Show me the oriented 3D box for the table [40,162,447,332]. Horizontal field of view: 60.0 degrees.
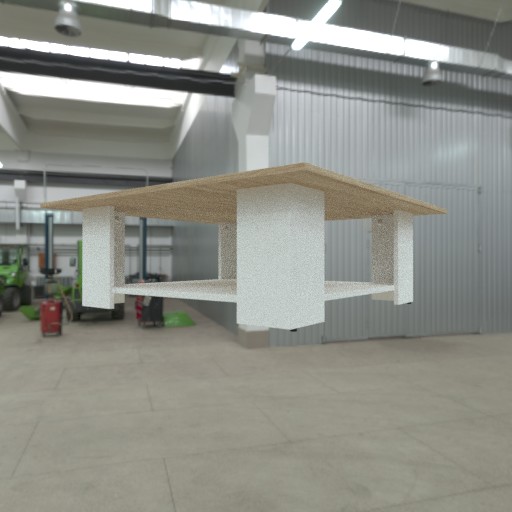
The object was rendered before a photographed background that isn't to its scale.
[{"bbox_3d":[0.000,0.000,1.363,0.890,0.305,0.890,0,-1,37],"label":"table"}]
